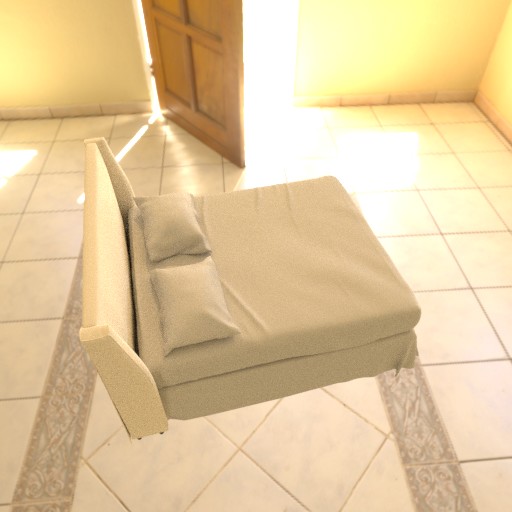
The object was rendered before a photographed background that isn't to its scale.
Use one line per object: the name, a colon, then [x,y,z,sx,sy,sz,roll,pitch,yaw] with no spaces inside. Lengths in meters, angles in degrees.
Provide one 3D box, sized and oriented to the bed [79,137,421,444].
bed: [0.000,0.000,3.440,2.276,1.332,1.925,-10,47,-10]
